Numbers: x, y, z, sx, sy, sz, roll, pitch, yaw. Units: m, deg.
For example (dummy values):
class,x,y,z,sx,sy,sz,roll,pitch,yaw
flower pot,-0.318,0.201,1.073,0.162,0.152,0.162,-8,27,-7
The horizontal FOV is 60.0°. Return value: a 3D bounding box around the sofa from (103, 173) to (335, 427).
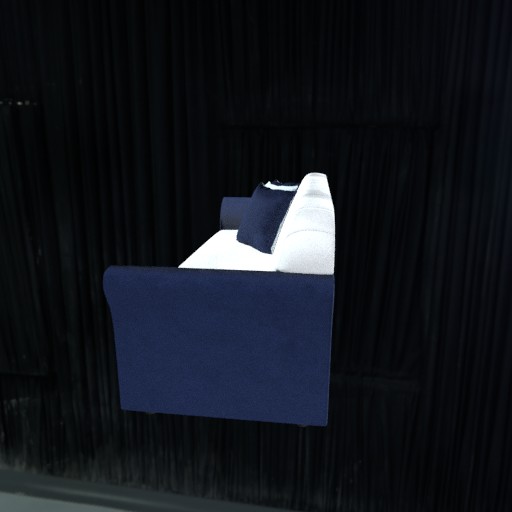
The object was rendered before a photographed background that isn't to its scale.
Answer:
class,x,y,z,sx,sy,sz,roll,pitch,yaw
sofa,0.000,0.000,2.392,0.749,0.789,2.006,2,15,7
